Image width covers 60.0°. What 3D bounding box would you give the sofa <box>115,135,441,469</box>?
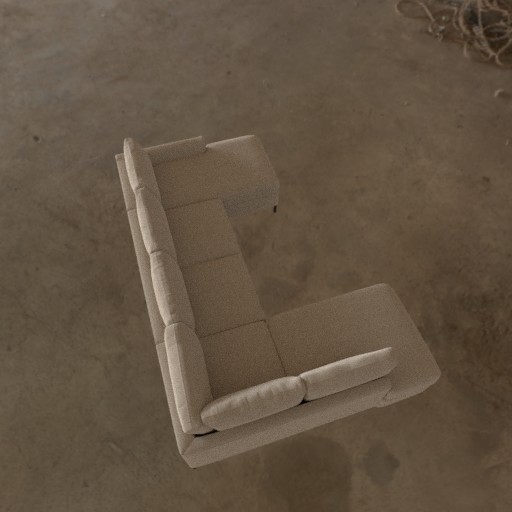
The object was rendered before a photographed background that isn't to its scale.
[{"bbox_3d":[0.000,0.000,3.937,1.989,0.862,2.984,-15,58,-10],"label":"sofa"}]
